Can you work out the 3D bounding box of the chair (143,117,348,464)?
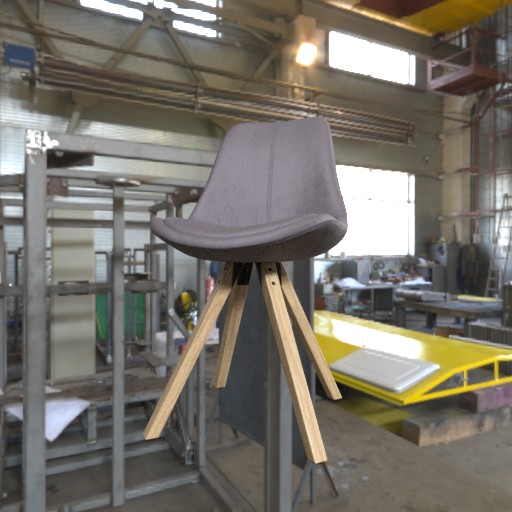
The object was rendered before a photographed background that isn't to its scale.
[{"bbox_3d":[0.000,0.000,1.192,0.483,0.865,0.547,0,1,17],"label":"chair"}]
